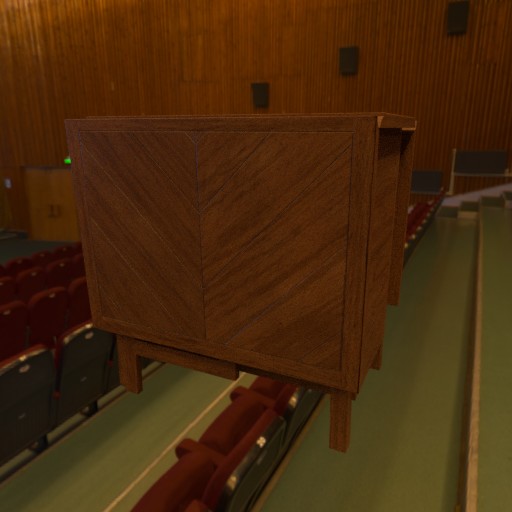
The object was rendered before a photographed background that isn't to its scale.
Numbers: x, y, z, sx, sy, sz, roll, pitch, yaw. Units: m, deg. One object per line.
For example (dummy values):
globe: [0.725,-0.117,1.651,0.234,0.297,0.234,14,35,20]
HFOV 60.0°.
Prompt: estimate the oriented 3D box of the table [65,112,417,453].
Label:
table: [0.000,0.000,1.277,0.746,0.763,0.591,8,18,25]
